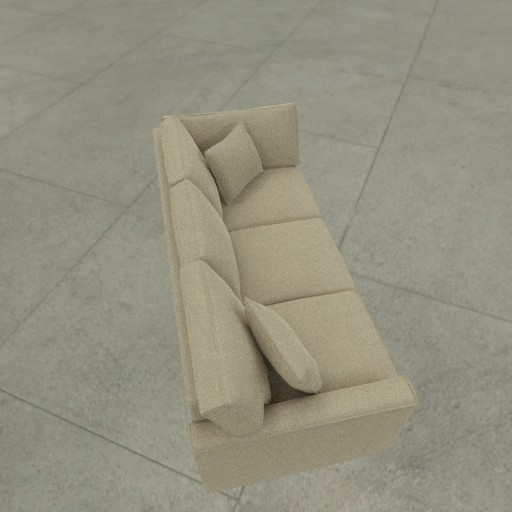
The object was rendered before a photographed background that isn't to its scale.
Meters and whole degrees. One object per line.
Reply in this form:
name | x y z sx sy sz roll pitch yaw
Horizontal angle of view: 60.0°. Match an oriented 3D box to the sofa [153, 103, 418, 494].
sofa | 0.000 0.000 2.751 1.061 0.962 2.317 -9 48 -9
